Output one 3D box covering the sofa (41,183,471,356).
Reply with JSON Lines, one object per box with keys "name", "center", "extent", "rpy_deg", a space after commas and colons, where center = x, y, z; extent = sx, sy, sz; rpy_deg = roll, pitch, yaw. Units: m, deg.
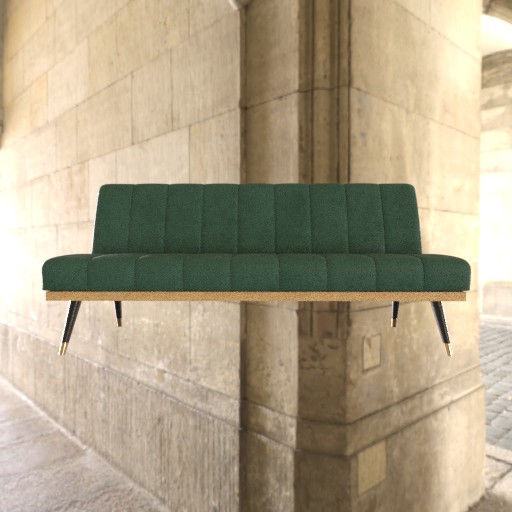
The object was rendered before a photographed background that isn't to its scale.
{"name": "sofa", "center": [0.000, 0.000, 2.240], "extent": [1.810, 0.820, 0.830], "rpy_deg": [0, 1, 1]}
